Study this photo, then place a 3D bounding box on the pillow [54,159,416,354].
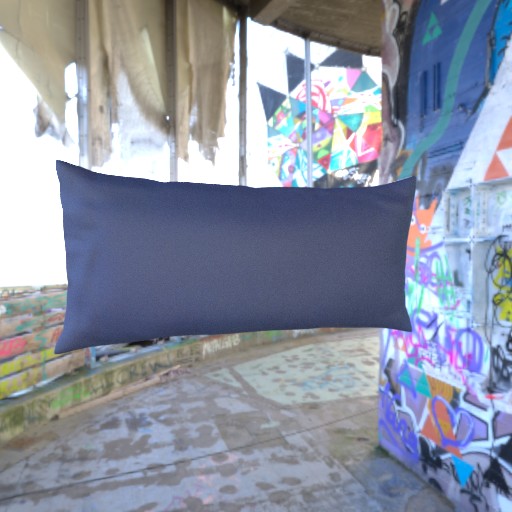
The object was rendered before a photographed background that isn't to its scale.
[{"bbox_3d":[0.000,0.000,0.726,0.610,0.287,0.151,-1,2,-18],"label":"pillow"}]
